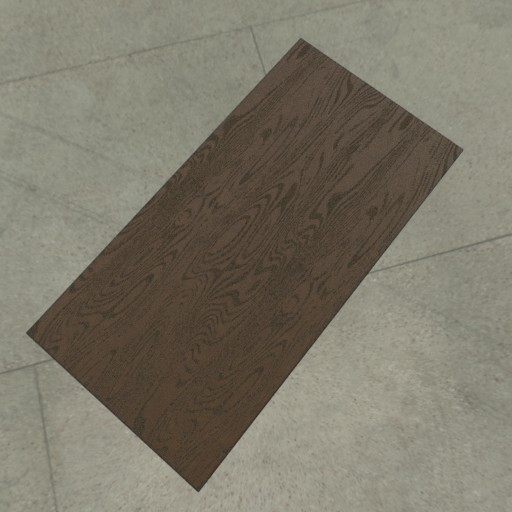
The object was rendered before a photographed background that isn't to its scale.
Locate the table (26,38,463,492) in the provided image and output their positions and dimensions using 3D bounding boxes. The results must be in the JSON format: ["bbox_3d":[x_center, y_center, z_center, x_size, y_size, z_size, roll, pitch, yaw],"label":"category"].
[{"bbox_3d":[0.000,0.000,2.435,1.016,0.762,1.981,39,79,9],"label":"table"}]
